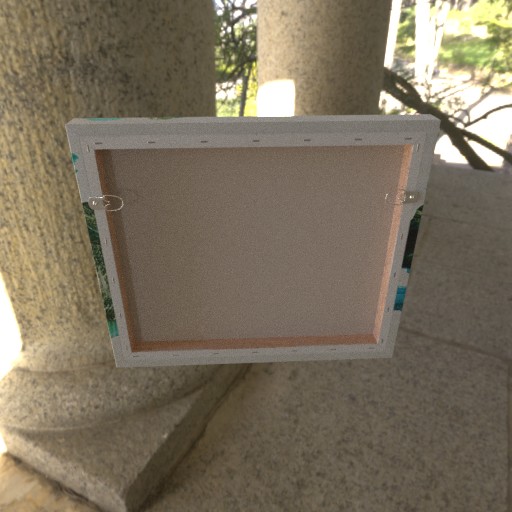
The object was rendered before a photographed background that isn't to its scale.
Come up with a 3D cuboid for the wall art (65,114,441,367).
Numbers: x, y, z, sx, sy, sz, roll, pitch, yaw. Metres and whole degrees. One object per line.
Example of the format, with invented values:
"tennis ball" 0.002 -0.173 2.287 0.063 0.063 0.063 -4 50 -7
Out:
"wall art" 0.000 0.000 0.720 0.507 0.435 0.041 -1 30 -3
